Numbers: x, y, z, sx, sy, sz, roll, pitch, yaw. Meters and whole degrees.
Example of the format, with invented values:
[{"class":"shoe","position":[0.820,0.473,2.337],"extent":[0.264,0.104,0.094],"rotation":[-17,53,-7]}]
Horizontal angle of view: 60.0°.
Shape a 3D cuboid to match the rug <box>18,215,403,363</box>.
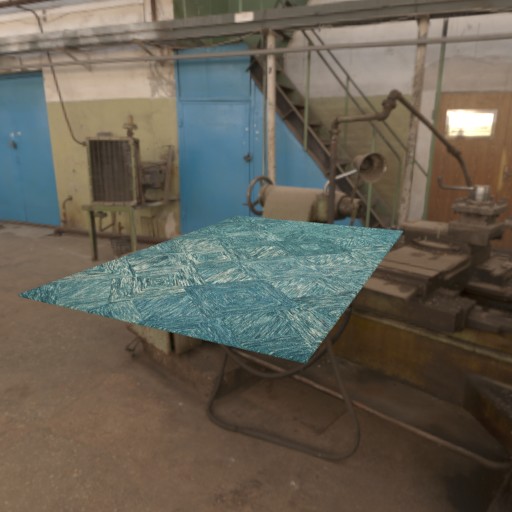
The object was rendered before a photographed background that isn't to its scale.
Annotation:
[{"class":"rug","position":[0.000,0.000,2.841],"extent":[1.490,0.015,2.277],"rotation":[8,18,25]}]
